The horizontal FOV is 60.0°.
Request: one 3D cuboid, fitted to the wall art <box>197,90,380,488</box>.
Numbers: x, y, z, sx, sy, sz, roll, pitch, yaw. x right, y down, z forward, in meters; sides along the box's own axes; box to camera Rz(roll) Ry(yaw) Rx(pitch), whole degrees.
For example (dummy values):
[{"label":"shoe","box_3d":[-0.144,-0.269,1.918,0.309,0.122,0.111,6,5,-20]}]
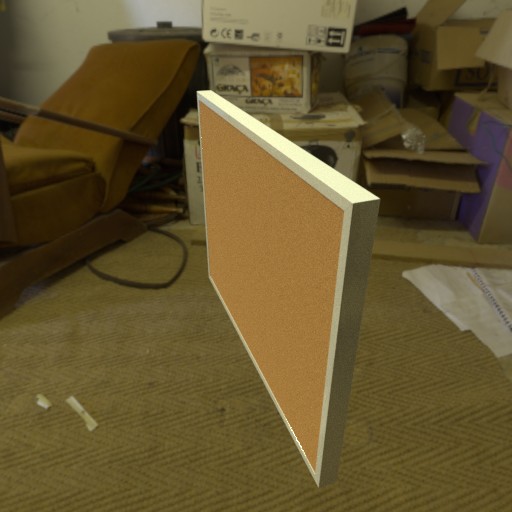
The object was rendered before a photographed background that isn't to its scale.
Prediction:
[{"label":"wall art","box_3d":[0.000,0.000,1.355,0.053,0.787,1.041,-11,32,-18]}]
